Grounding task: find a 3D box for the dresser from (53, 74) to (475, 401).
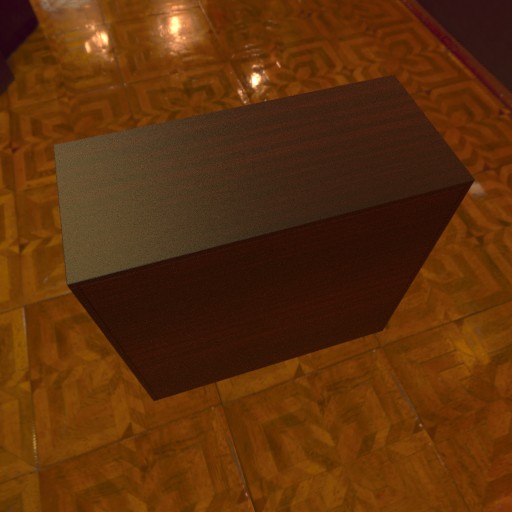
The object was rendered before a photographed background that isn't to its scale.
[{"bbox_3d":[0.000,0.000,1.167,0.750,0.720,0.360,-15,59,-9],"label":"dresser"}]
